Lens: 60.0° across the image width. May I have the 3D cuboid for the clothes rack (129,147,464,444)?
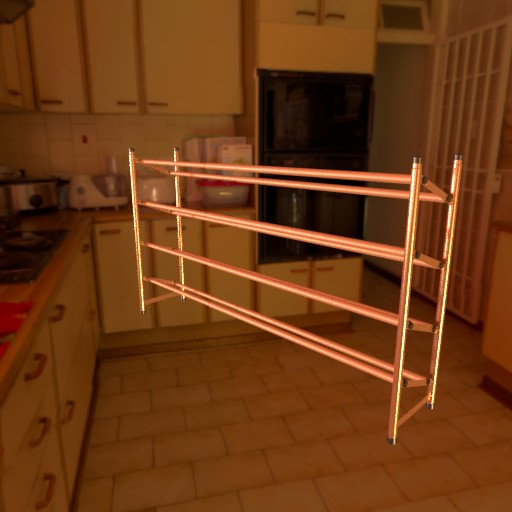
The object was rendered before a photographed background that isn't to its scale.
[{"bbox_3d":[0.000,0.000,1.447,0.229,0.672,1.168,-14,20,-43],"label":"clothes rack"}]
